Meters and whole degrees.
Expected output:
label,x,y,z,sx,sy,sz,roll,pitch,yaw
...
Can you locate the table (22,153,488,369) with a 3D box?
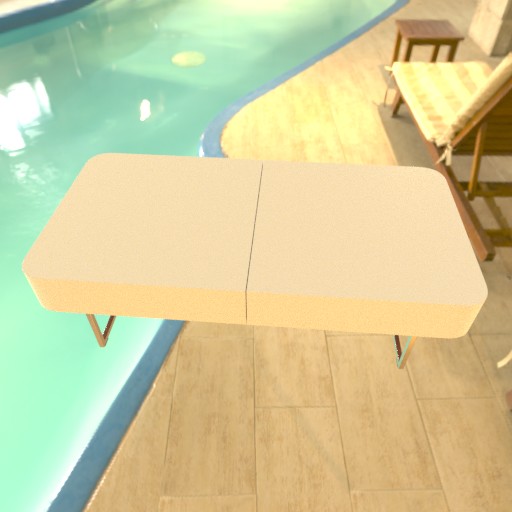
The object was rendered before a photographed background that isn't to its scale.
label,x,y,z,sx,sy,sz,roll,pitch,yaw
table,0.000,0.000,1.429,1.200,0.340,0.600,3,45,3
